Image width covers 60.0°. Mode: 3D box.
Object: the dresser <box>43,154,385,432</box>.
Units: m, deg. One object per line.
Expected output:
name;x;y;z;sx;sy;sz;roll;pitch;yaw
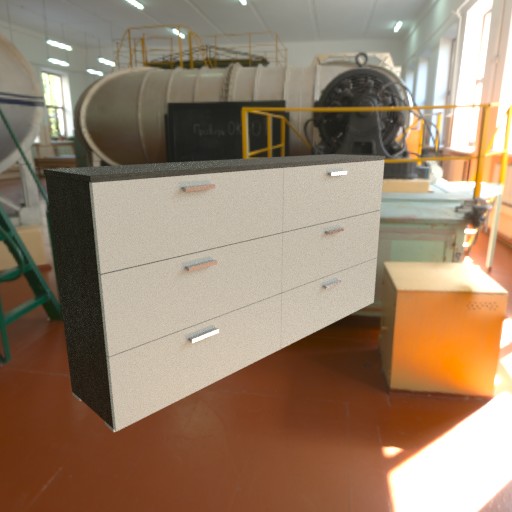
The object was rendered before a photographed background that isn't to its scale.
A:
dresser;0.000;0.000;1.888;0.333;0.790;1.535;15;21;43
